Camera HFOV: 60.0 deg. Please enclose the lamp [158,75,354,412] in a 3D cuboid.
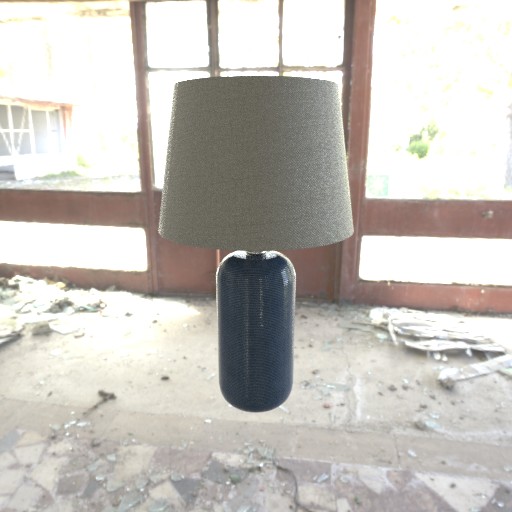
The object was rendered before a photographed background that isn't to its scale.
[{"bbox_3d":[0.000,0.000,0.596,0.253,0.428,0.253,0,15,0],"label":"lamp"}]
